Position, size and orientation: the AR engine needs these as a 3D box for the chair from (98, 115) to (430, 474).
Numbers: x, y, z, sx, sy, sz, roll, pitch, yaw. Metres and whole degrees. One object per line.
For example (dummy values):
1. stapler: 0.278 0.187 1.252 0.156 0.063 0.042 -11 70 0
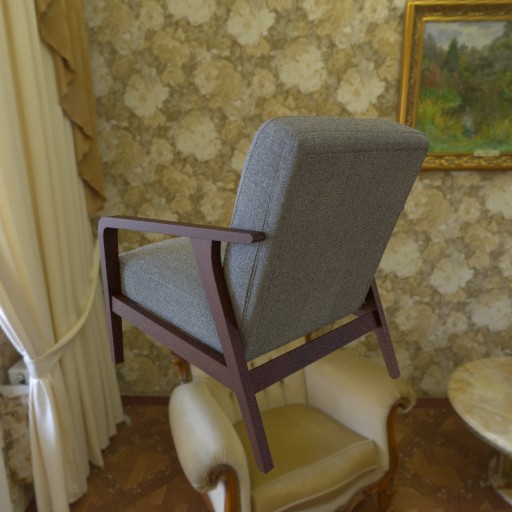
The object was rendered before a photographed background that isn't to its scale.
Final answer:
1. chair: 0.000 0.000 1.453 0.704 0.847 0.858 -14 20 -42
